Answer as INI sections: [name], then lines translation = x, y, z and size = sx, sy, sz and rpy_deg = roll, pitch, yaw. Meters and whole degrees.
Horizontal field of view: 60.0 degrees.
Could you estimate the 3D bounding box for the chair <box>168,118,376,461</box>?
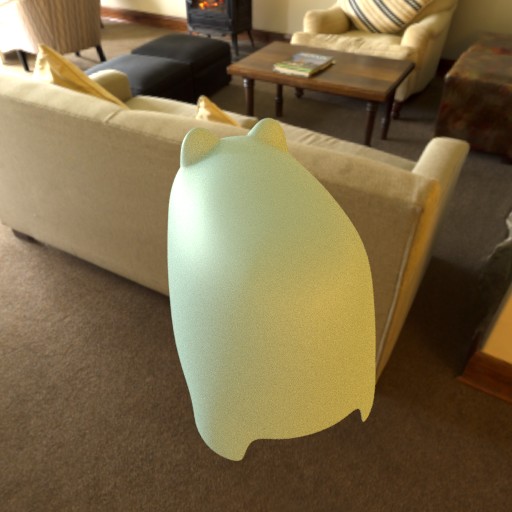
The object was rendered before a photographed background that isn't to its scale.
[chair]
translation = 0.000, 0.000, 0.865
size = 0.364, 0.423, 0.619
rpy_deg = -12, 42, -13
